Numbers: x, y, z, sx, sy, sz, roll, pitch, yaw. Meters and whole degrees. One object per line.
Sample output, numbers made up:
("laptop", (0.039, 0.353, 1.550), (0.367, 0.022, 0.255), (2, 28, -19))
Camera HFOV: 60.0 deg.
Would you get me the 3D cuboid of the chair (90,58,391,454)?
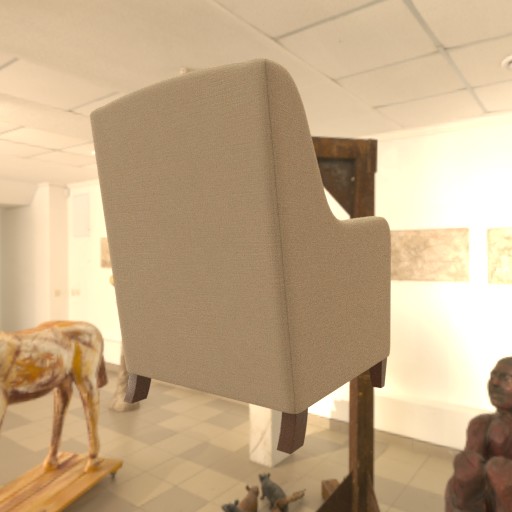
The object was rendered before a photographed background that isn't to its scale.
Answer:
("chair", (0.000, 0.000, 1.601), (0.715, 1.017, 0.896), (1, 1, 36))
